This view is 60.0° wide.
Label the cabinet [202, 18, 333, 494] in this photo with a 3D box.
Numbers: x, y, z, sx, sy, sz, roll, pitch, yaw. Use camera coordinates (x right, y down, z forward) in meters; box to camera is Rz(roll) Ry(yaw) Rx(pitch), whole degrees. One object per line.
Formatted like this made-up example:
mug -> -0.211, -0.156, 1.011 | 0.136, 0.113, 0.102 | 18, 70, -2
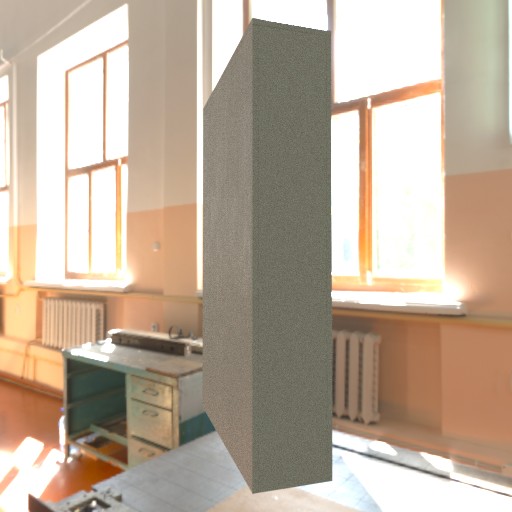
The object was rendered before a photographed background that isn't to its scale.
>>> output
cabinet -> 0.000, 0.000, 1.586 | 0.250, 1.280, 0.750 | 0, -1, -17
